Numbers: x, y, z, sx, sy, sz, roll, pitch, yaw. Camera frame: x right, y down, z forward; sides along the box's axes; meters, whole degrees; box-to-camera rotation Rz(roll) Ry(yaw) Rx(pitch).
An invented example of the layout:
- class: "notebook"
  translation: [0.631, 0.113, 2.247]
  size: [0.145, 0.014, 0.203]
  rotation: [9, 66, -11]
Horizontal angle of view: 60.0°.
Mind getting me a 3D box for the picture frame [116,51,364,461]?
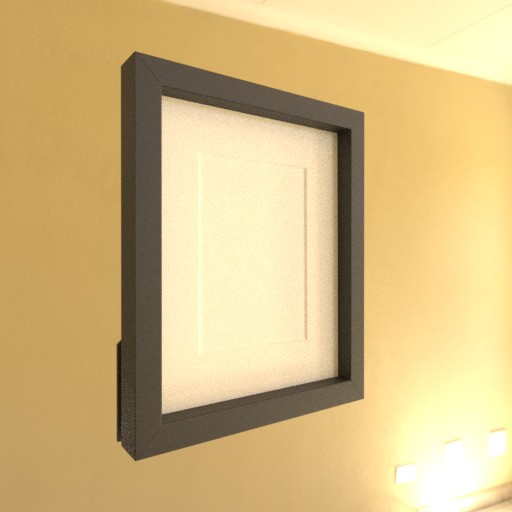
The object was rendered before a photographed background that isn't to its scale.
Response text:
- class: "picture frame"
  translation: [0.000, 0.000, 0.390]
  size: [0.232, 0.284, 0.042]
  rotation: [0, 0, -35]
